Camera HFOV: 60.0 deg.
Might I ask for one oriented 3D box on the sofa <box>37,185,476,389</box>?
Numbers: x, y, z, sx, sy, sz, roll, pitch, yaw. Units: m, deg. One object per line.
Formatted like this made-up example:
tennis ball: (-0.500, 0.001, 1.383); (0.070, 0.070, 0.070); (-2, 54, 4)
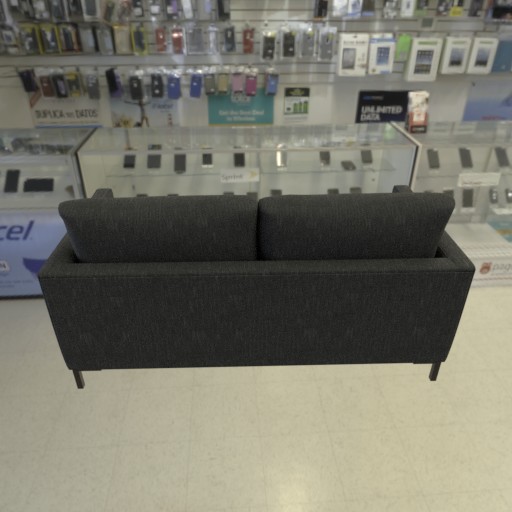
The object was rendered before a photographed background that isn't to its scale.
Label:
sofa: (0.000, 0.000, 2.151); (1.716, 0.862, 0.866); (-1, 31, -1)
